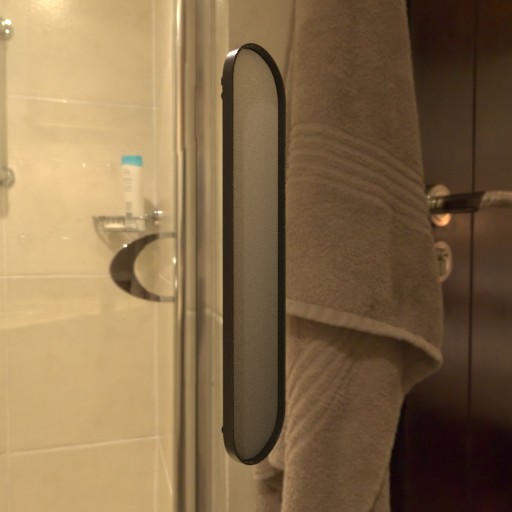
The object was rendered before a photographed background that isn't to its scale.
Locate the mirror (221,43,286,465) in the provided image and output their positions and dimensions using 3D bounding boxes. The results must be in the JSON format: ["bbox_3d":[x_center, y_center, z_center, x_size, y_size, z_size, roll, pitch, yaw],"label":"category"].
[{"bbox_3d":[0.000,0.000,1.066,0.032,0.991,0.222,1,2,36],"label":"mirror"}]
